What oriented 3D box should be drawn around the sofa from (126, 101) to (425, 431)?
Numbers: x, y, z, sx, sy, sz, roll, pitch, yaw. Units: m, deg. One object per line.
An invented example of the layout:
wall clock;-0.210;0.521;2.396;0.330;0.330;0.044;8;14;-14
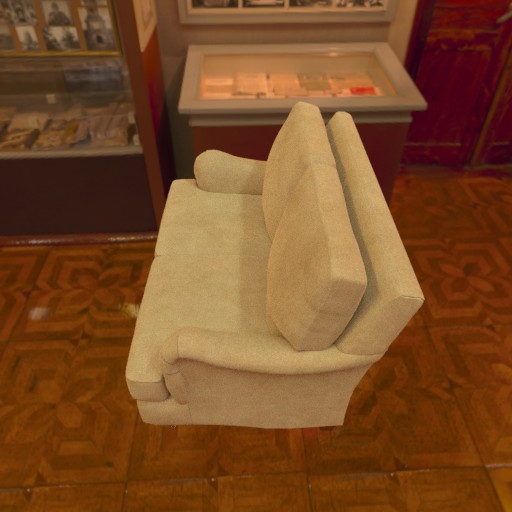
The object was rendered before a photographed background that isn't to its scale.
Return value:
sofa;0.000;0.000;2.252;1.086;1.087;1.498;0;42;0
